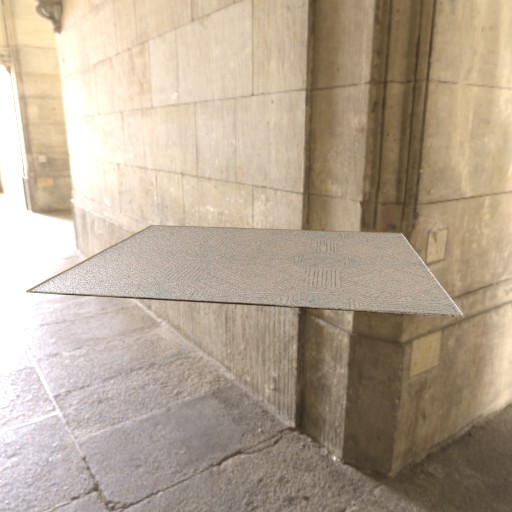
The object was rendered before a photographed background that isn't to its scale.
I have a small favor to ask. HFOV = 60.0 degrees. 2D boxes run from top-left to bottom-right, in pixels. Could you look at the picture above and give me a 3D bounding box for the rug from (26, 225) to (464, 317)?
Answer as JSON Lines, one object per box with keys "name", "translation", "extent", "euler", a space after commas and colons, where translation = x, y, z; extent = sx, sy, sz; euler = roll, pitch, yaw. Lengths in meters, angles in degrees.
{"name": "rug", "translation": [0.000, 0.000, 4.194], "extent": [3.049, 0.015, 2.457], "euler": [2, 16, 8]}
